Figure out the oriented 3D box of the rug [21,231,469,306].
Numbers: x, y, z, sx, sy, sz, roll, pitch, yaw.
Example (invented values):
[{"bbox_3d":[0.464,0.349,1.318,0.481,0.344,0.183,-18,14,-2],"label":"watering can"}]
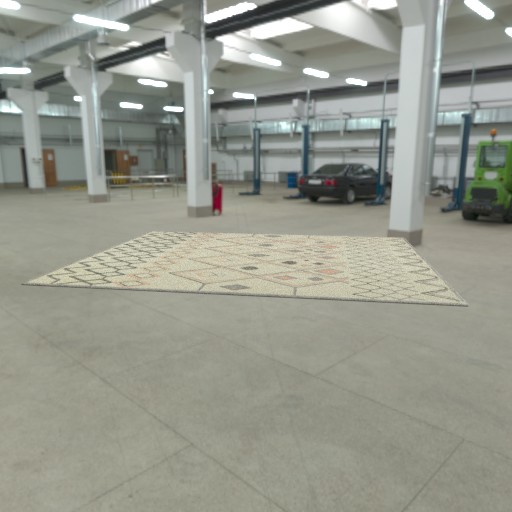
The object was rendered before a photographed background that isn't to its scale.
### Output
[{"bbox_3d":[0.000,0.000,4.136,3.050,0.016,2.441,2,12,9],"label":"rug"}]
